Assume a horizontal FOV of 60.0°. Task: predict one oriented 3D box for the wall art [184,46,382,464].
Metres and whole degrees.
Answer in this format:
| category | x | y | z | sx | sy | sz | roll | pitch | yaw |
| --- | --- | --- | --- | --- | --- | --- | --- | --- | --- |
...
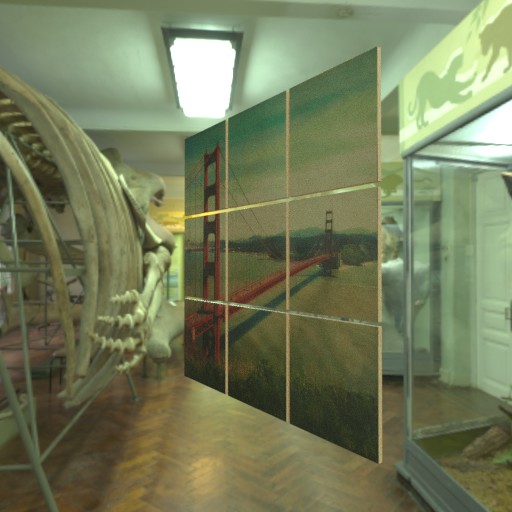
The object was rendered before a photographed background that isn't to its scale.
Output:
| category | x | y | z | sx | sy | sz | roll | pitch | yaw |
| --- | --- | --- | --- | --- | --- | --- | --- | --- | --- |
| wall art | 0.000 | 0.000 | 1.775 | 0.016 | 1.207 | 1.217 | 1 | -1 | -36 |
